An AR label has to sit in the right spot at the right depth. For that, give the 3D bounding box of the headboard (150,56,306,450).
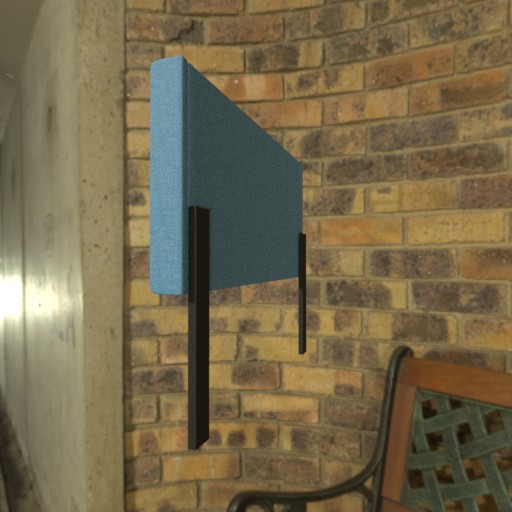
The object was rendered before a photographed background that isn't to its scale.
[{"bbox_3d":[0.000,0.000,2.679,0.184,1.524,2.051,0,-1,19],"label":"headboard"}]
